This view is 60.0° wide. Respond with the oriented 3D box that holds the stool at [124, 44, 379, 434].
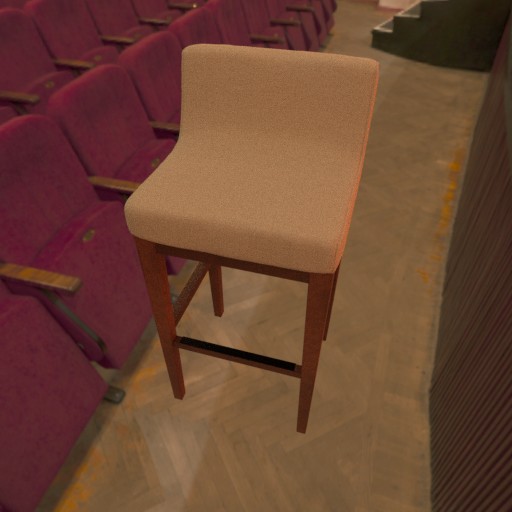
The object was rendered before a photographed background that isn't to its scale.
[{"bbox_3d":[0.000,0.000,1.306,0.511,1.037,0.500,11,42,12],"label":"stool"}]
